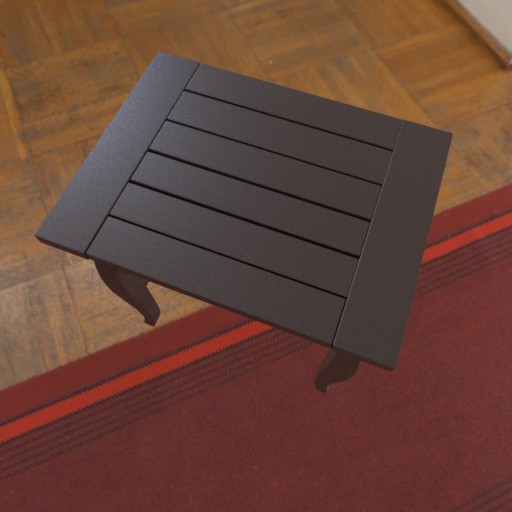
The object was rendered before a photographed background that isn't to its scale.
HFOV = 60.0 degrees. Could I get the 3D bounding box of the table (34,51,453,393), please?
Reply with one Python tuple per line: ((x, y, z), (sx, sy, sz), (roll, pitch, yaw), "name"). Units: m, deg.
((0.000, 0.000, 1.041), (0.602, 0.605, 0.460), (19, 66, 9), "table")
